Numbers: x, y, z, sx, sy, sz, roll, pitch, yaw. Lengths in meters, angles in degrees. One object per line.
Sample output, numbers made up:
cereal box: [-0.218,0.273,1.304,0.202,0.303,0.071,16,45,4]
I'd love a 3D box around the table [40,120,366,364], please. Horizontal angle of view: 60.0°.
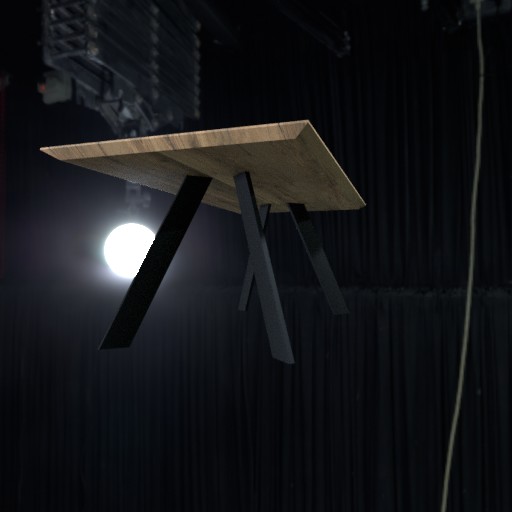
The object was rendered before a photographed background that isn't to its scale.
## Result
table: [0.000,0.000,2.411,1.000,0.770,2.000,0,-1,19]
